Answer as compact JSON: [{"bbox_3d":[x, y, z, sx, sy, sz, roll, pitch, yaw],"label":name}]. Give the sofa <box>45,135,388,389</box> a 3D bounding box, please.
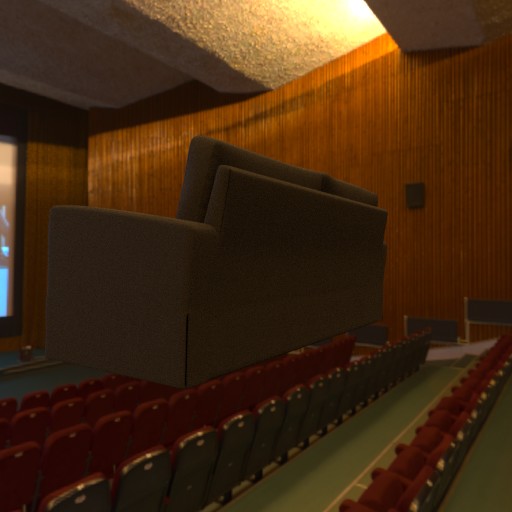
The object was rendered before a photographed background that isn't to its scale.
[{"bbox_3d":[0.000,0.000,2.335,0.898,0.839,1.852,0,0,34],"label":"sofa"}]
